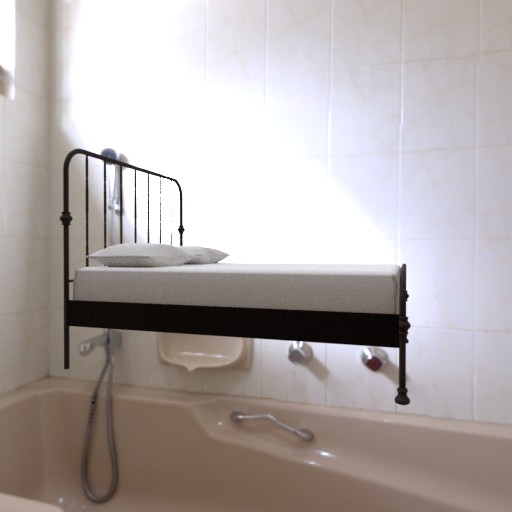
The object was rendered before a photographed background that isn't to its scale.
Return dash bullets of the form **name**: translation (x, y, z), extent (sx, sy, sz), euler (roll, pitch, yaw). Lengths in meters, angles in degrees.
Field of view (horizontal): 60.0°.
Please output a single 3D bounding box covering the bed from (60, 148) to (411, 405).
- **bed**: translation (0.000, 0.000, 3.251), extent (2.134, 1.446, 1.616), euler (0, 1, 19)
